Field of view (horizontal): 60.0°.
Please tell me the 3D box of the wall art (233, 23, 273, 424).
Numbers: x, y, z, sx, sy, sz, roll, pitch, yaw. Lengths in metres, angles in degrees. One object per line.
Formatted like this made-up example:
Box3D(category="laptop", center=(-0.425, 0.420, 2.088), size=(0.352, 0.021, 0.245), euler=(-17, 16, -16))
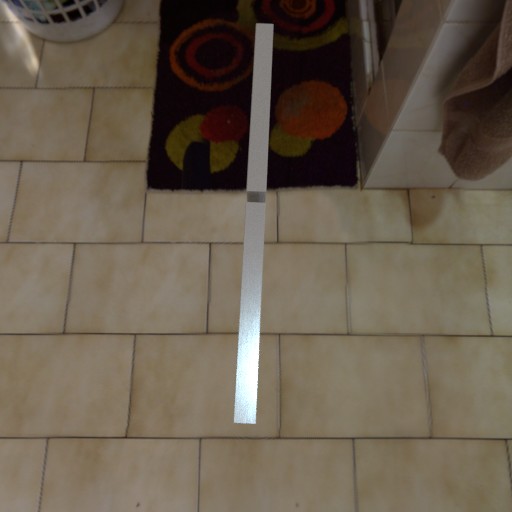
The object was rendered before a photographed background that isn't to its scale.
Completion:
Box3D(category="wall art", center=(0.000, 0.000, 0.930), size=(0.029, 0.611, 0.611), euler=(3, 74, 1))
